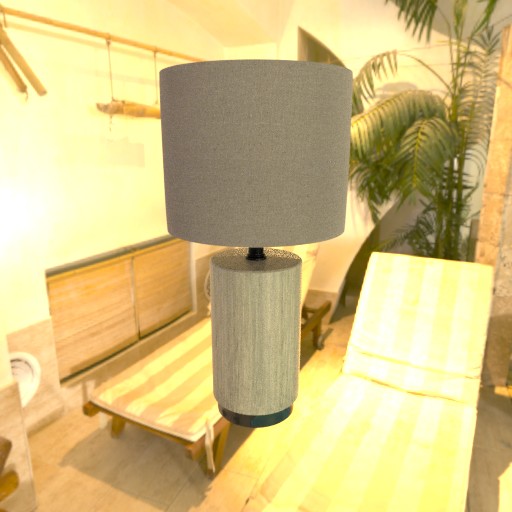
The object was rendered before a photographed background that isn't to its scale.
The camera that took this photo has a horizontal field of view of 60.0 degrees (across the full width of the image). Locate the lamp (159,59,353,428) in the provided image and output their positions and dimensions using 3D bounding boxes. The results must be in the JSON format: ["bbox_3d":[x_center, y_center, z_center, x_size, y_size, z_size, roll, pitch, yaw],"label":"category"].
[{"bbox_3d":[0.000,0.000,0.584,0.228,0.444,0.228,7,17,26],"label":"lamp"}]
